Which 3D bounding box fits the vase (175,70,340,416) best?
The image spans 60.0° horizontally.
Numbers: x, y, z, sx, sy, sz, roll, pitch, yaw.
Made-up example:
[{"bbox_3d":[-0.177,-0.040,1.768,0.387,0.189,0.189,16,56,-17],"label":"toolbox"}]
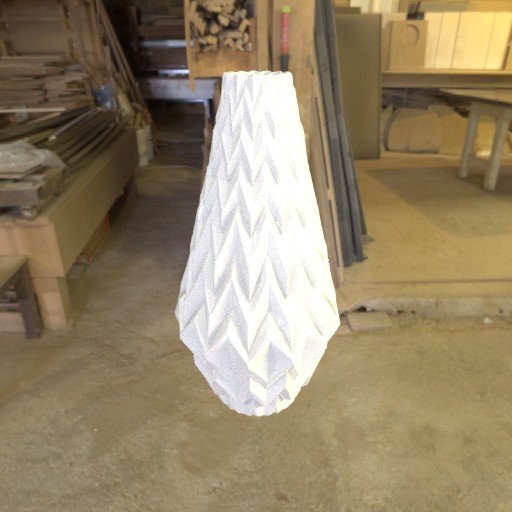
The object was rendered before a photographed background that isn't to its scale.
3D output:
[{"bbox_3d":[0.000,0.000,0.428,0.167,0.328,0.167,0,26,0],"label":"vase"}]
